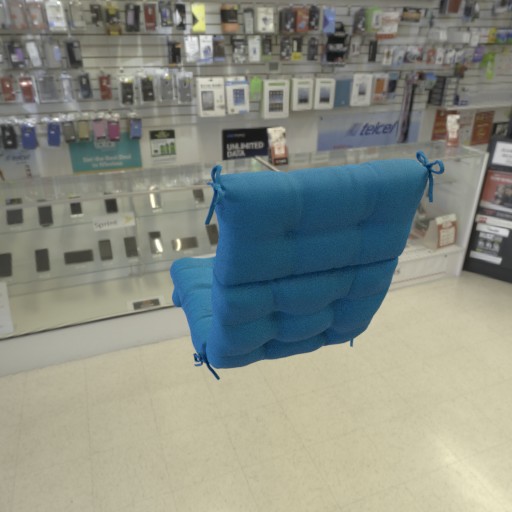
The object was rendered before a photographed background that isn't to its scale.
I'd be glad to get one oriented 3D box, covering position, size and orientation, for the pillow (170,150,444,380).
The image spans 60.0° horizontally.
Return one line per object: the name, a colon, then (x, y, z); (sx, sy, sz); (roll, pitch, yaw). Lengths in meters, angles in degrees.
pillow: (0.000, 0.000, 1.464); (0.526, 0.863, 1.016); (-8, 28, -16)
